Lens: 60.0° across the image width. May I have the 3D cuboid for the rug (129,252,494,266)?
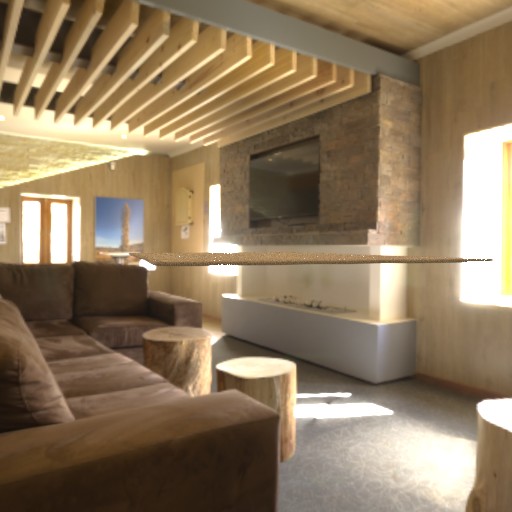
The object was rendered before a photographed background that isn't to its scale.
[{"bbox_3d":[0.000,0.000,3.014,1.575,0.023,2.459,0,1,-18],"label":"rug"}]
